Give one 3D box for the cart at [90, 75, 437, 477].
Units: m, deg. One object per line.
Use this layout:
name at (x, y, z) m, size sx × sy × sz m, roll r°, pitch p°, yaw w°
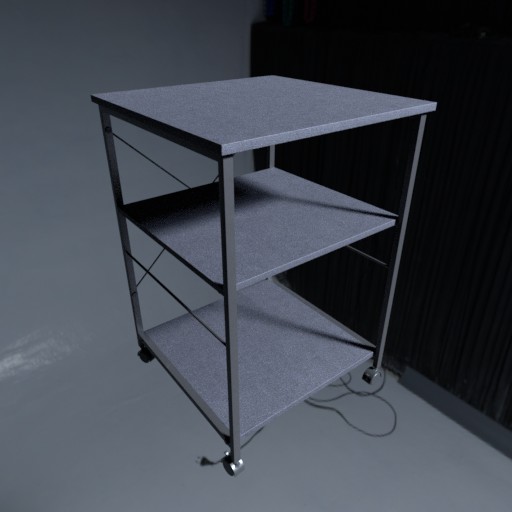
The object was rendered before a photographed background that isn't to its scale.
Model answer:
cart at (0.000, 0.000, 1.120) m, size 0.521 × 0.762 × 0.520 m, roll -21°, pitch 35°, yaw -32°
